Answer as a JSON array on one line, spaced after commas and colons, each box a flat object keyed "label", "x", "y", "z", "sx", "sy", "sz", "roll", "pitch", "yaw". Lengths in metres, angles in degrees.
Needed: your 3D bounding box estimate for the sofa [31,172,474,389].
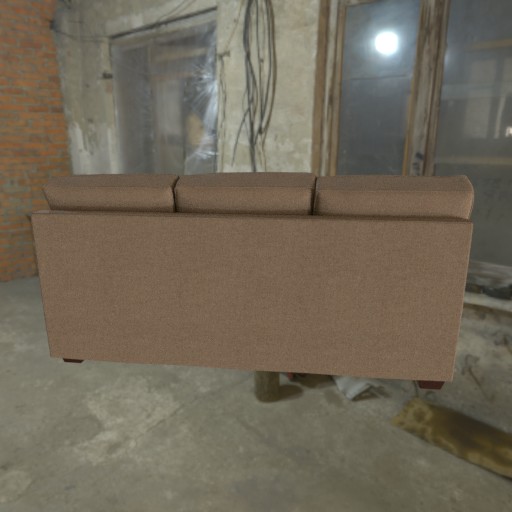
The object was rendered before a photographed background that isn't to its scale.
[{"label": "sofa", "x": 0.000, "y": 0.000, "z": 2.646, "sx": 2.092, "sy": 1.036, "sz": 1.127, "roll": 2, "pitch": 15, "yaw": 7}]
